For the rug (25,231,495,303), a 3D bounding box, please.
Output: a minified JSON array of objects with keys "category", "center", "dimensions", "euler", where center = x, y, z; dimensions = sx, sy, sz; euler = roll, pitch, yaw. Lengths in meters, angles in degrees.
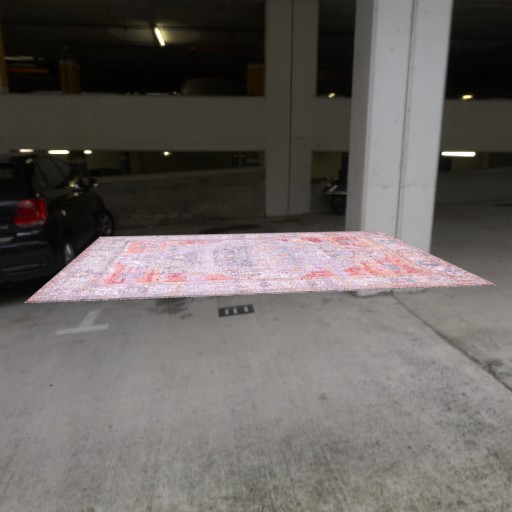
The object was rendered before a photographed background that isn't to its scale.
[{"category":"rug","center":[0.000,0.000,2.293],"dimensions":[1.829,0.005,1.219],"euler":[-2,14,-7]}]
